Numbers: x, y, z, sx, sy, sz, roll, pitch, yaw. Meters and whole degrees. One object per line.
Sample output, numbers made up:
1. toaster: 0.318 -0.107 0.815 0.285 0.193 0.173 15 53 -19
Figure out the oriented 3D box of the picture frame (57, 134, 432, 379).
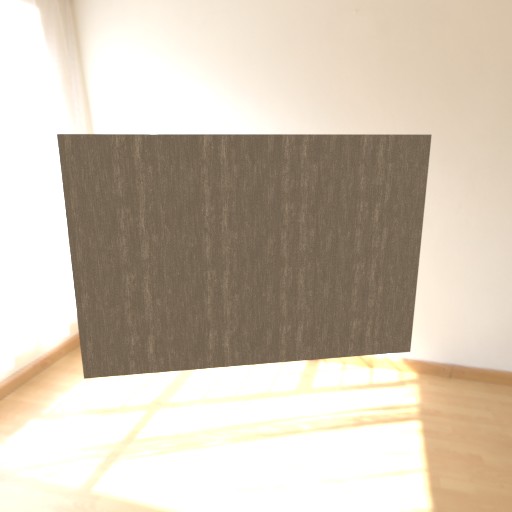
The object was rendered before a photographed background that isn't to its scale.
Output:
1. picture frame: 0.000 0.000 1.209 0.950 0.640 0.029 -2 15 -9
